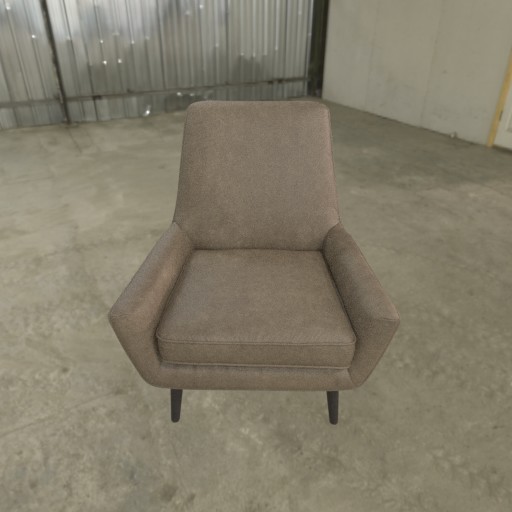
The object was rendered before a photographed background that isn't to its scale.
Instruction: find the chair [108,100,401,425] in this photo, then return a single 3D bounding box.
[{"bbox_3d":[0.000,0.000,1.529,0.787,0.888,0.824,0,31,1],"label":"chair"}]
